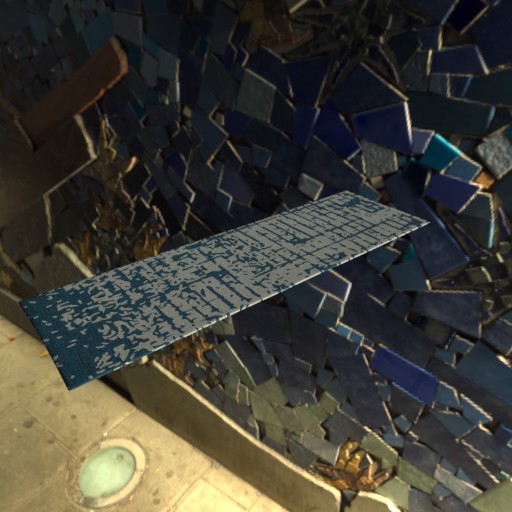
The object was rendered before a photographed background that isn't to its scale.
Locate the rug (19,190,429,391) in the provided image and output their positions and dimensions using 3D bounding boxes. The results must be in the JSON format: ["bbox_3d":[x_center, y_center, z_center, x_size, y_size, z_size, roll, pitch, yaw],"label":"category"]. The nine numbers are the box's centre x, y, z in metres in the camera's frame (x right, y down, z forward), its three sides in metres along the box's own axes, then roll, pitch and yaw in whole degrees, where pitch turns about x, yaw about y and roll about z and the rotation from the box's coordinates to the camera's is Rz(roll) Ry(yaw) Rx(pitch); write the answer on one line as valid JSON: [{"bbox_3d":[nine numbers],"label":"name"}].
[{"bbox_3d":[0.000,0.000,2.617,2.435,0.011,0.750,-21,36,-33],"label":"rug"}]
